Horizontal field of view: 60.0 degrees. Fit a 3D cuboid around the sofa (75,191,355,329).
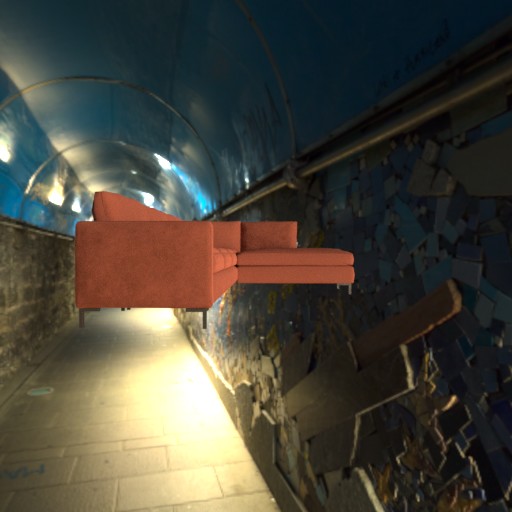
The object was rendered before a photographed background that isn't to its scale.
[{"bbox_3d":[0.000,0.000,3.674,1.879,0.757,2.736,0,0,1],"label":"sofa"}]
